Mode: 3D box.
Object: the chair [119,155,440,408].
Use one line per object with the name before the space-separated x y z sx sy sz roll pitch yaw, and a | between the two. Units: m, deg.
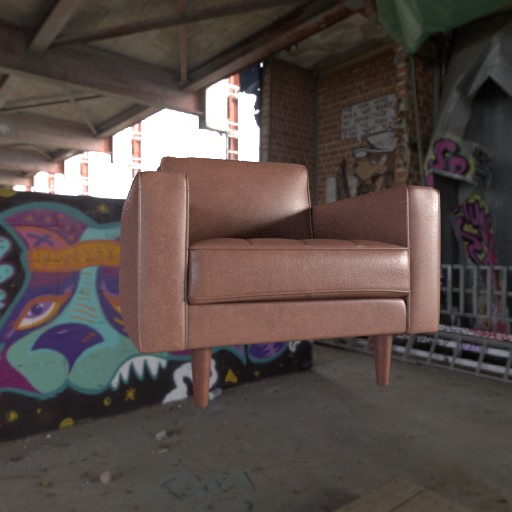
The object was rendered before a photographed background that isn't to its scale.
chair | 0.000 0.000 1.567 0.920 0.770 0.900 0 0 -19
